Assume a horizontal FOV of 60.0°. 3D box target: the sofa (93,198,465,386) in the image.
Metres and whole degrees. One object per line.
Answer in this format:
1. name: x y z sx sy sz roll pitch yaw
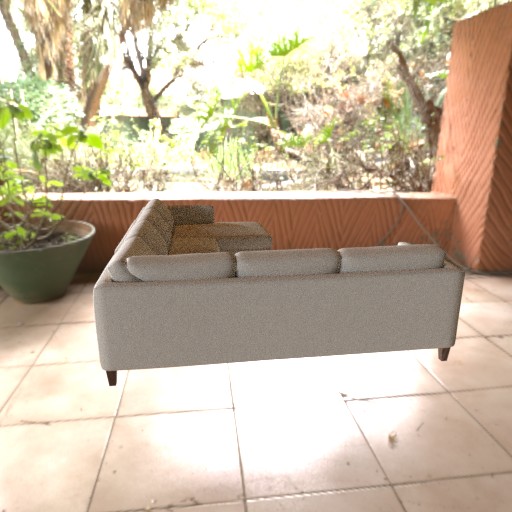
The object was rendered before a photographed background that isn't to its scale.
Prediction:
1. sofa: 0.000 0.000 4.508 2.551 0.853 3.238 -2 15 -8
